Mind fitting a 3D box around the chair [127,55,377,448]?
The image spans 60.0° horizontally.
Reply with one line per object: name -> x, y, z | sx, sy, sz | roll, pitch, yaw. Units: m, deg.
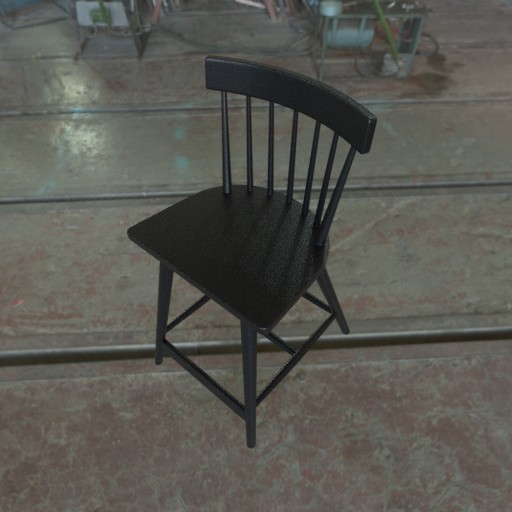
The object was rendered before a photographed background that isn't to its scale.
chair -> 0.000, 0.000, 1.269 | 0.483, 0.952, 0.572 | 32, 54, 27
